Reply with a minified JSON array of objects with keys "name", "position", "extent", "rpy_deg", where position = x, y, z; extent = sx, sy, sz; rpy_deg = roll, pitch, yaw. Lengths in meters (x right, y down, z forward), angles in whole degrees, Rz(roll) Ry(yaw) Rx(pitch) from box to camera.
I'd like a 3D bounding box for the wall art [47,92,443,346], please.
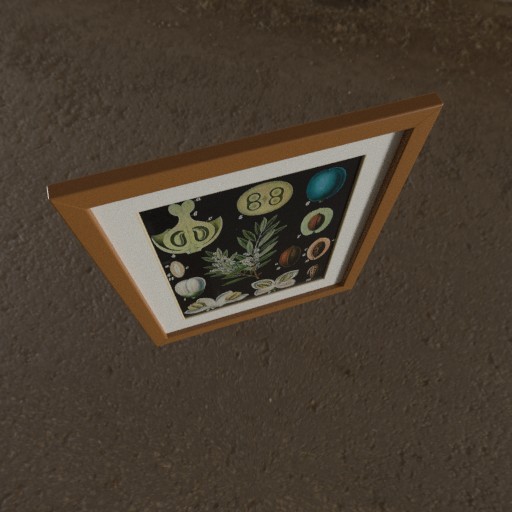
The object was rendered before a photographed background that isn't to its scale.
[{"name":"wall art","position":[0.000,0.000,0.730],"extent":[0.449,0.550,0.021],"rpy_deg":[-16,64,-8]}]
